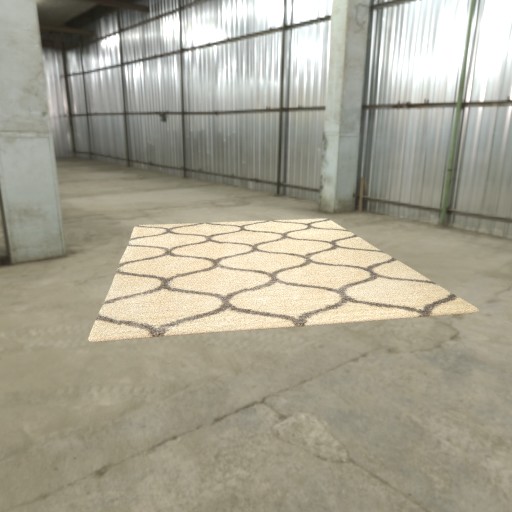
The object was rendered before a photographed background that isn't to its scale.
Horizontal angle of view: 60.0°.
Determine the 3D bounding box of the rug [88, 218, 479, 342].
[{"bbox_3d":[0.000,0.000,4.044,2.399,0.026,3.000,-3,16,-9],"label":"rug"}]
